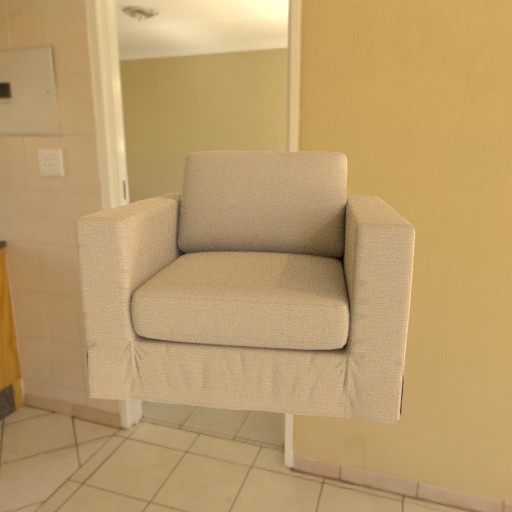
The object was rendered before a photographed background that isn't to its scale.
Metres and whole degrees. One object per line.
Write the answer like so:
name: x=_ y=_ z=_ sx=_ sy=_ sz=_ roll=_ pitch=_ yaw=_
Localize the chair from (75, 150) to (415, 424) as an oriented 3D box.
chair: x=0.000 y=0.000 z=1.896 sx=1.150 sy=0.878 sz=0.957 roll=2 pitch=13 yaw=8
